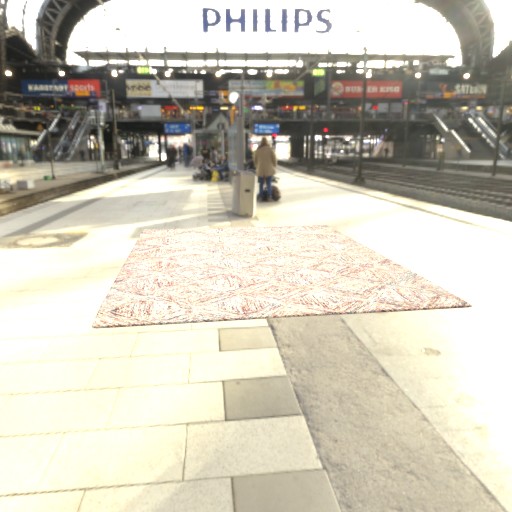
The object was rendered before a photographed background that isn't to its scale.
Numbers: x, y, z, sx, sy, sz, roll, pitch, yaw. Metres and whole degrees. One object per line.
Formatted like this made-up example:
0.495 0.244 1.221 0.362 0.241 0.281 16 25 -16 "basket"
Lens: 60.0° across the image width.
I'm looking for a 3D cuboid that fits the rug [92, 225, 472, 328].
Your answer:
0.000 0.000 4.275 2.436 0.024 3.226 -2 14 -8 "rug"
